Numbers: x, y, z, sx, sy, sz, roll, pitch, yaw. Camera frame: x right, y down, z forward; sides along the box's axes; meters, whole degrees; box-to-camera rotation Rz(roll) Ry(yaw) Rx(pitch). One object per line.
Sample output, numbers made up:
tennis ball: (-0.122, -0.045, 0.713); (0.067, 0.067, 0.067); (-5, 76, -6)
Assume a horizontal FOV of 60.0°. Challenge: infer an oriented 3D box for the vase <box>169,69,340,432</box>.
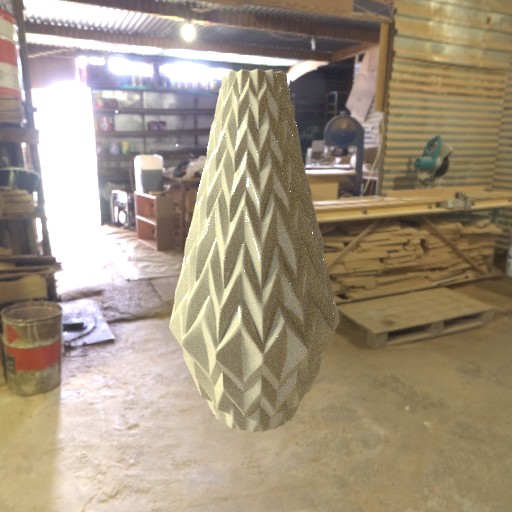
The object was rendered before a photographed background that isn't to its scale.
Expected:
vase: (0.000, 0.000, 0.427); (0.167, 0.328, 0.167); (0, 15, 0)
